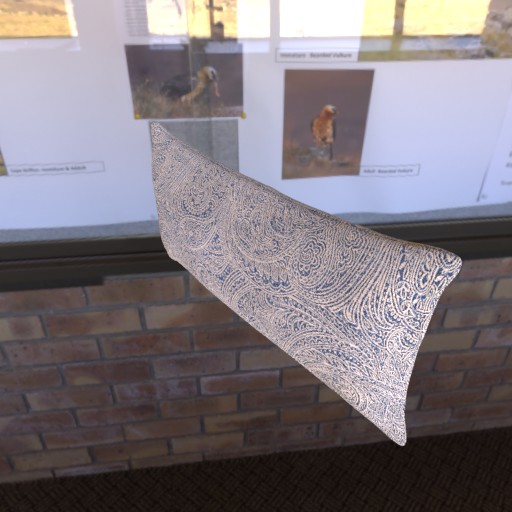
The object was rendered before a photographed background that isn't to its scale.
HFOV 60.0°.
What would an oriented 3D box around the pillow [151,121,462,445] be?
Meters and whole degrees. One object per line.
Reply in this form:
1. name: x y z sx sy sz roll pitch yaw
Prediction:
1. pillow: 0.000 0.000 0.698 0.151 0.295 0.615 -23 39 -32
